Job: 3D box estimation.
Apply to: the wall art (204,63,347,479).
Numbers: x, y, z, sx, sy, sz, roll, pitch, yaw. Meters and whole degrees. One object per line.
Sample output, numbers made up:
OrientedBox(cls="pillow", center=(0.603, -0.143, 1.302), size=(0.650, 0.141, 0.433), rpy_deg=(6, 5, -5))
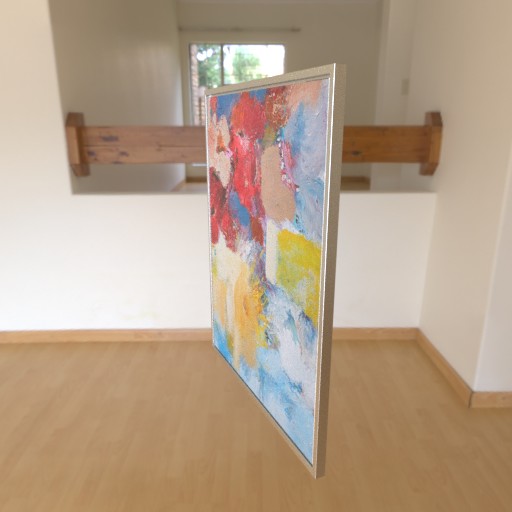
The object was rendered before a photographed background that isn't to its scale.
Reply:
OrientedBox(cls="wall art", center=(0.000, 0.000, 1.417), size=(0.030, 1.046, 0.816), rpy_deg=(-8, 18, -24))
